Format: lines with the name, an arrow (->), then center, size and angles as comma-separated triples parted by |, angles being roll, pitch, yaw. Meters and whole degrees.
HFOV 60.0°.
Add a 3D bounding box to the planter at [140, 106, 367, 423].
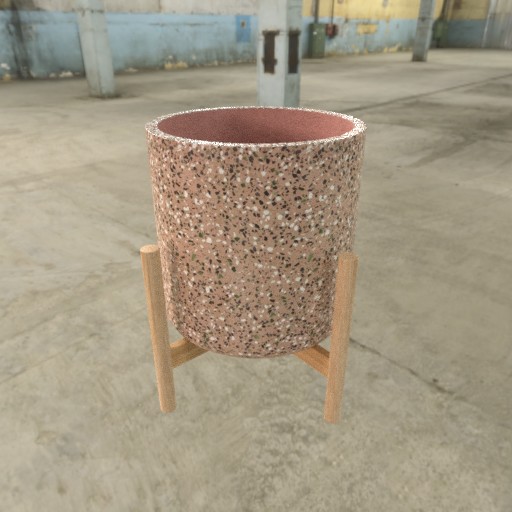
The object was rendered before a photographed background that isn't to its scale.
planter -> 0.000, 0.000, 0.714 | 0.360, 0.419, 0.360 | -8, 28, -16
